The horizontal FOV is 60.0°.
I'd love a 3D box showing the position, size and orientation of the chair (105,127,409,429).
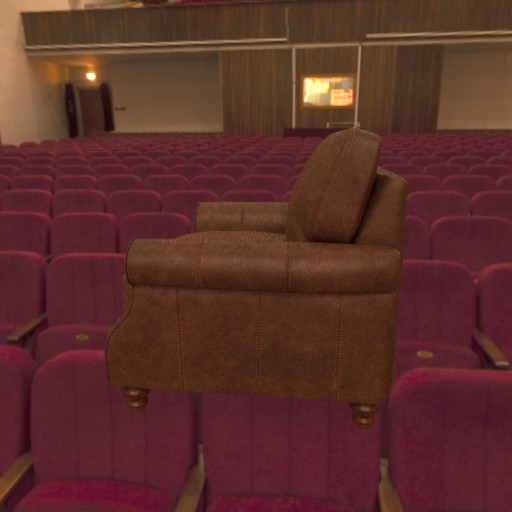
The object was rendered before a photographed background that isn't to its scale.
[{"bbox_3d":[0.000,0.000,1.774,1.002,0.976,0.996,2,15,7],"label":"chair"}]
